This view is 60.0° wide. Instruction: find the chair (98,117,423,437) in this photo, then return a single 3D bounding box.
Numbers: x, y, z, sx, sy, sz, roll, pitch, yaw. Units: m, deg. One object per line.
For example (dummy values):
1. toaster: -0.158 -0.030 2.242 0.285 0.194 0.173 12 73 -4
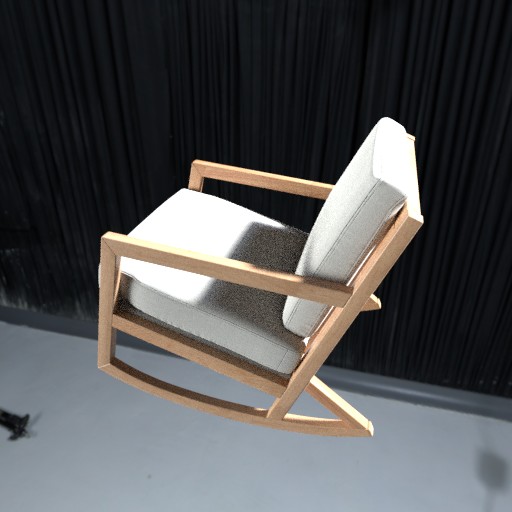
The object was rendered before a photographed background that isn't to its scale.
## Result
1. chair: 0.000 0.000 1.394 0.857 0.790 0.622 8 32 13
